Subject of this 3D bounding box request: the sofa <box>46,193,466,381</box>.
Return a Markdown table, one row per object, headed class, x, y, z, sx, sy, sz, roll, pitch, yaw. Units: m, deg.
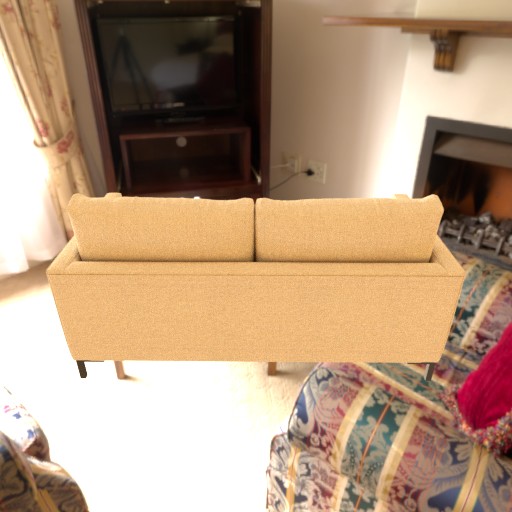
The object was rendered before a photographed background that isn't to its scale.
| class | x | y | z | sx | sy | sz | roll | pitch | yaw |
| --- | --- | --- | --- | --- | --- | --- | --- | --- | --- |
| sofa | 0.000 | 0.000 | 2.139 | 1.651 | 0.812 | 0.839 | 0 | 30 | 0 |
